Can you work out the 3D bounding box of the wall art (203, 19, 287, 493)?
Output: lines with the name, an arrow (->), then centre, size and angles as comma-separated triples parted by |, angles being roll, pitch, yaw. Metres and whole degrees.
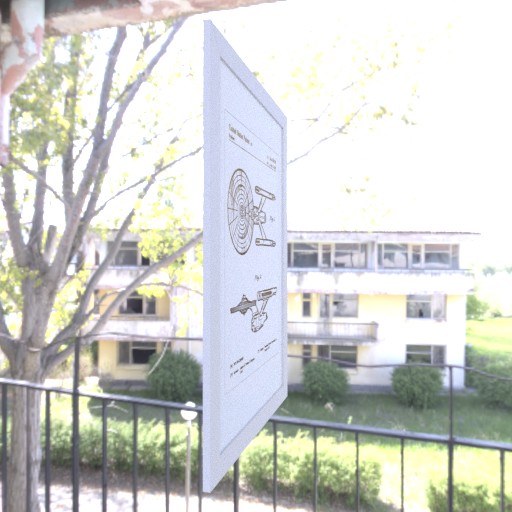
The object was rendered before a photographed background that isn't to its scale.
wall art -> 0.000, 0.000, 0.833 | 0.011, 0.659, 0.454 | 0, 0, 18
